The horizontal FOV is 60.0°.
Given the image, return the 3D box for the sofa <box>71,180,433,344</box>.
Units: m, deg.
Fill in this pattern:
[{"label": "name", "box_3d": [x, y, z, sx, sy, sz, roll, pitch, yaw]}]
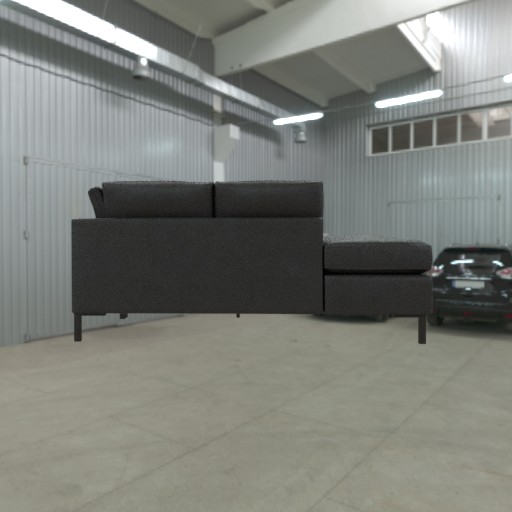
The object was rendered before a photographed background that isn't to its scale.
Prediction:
[{"label": "sofa", "box_3d": [0.000, 0.000, 3.801, 1.938, 0.877, 2.984, 0, 1, 1]}]
